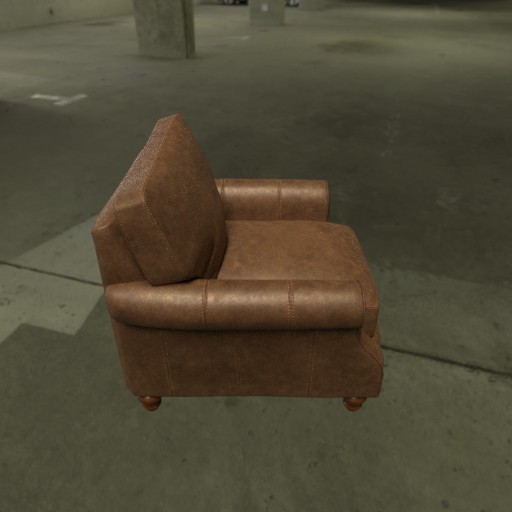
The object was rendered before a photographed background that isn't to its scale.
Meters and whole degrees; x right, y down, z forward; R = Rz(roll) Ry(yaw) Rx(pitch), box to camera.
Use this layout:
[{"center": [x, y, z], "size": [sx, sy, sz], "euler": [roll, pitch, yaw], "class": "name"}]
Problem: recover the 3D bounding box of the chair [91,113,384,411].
[{"center": [0.000, 0.000, 1.817], "size": [1.002, 0.976, 0.996], "euler": [0, 32, 0], "class": "chair"}]
